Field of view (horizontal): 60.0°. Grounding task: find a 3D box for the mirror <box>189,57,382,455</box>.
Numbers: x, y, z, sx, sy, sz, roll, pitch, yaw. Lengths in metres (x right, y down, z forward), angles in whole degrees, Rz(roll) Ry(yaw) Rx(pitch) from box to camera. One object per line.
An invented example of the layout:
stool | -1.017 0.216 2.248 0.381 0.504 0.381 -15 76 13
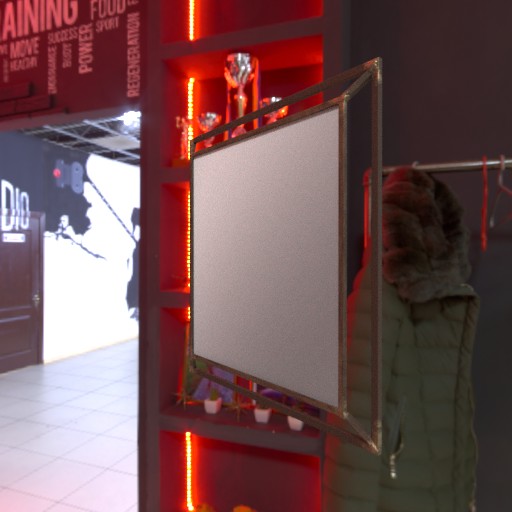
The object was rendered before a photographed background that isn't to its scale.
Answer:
mirror | 0.000 0.000 0.919 0.032 0.610 0.610 0 0 -36
